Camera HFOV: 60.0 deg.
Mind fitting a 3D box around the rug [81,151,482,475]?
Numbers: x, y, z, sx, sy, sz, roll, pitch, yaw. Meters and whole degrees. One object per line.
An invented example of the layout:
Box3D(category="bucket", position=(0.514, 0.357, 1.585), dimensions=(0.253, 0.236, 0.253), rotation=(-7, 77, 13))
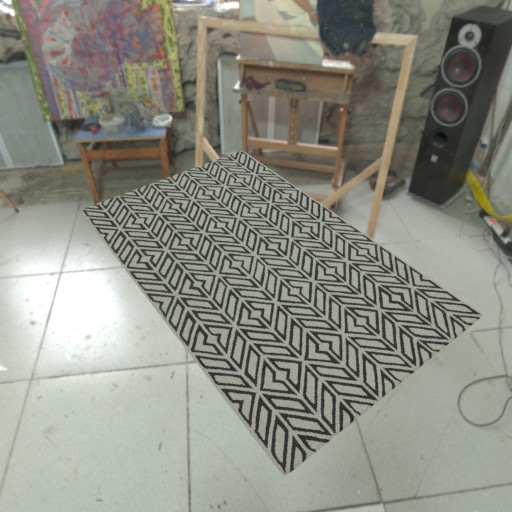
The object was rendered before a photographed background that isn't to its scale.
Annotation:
Box3D(category="rug", position=(0.000, 0.000, 2.991), dimensions=(1.523, 0.008, 2.438), rotation=(-27, 49, -26))
